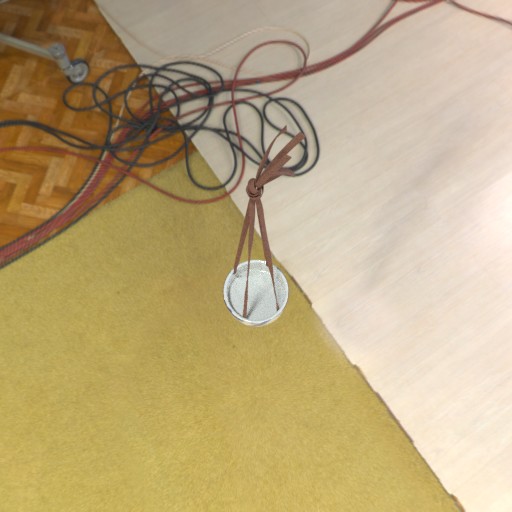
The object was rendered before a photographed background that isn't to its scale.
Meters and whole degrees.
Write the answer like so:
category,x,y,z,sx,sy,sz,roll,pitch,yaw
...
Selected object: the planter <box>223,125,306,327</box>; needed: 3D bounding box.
category,x,y,z,sx,sy,sz,roll,pitch,yaw
planter,0.000,0.000,0.829,0.166,0.751,0.166,17,73,5
